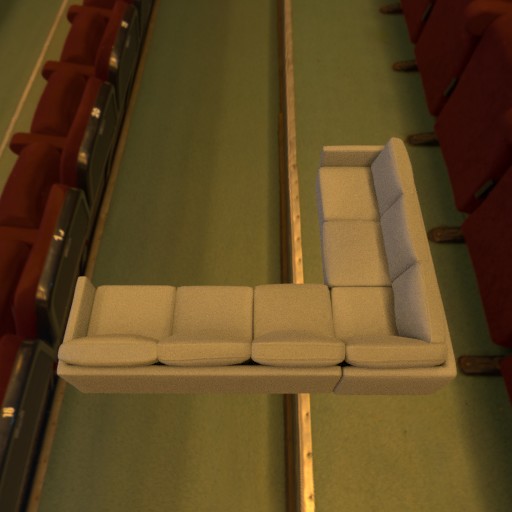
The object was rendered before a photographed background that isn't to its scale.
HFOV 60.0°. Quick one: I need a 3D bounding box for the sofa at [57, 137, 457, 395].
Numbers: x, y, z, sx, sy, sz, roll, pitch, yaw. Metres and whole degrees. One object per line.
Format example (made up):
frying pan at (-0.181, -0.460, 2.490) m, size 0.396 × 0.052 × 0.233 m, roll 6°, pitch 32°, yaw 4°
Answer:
sofa at (0.000, 0.000, 4.429) m, size 3.301 × 0.947 × 2.592 m, roll 0°, pitch 59°, yaw 0°
